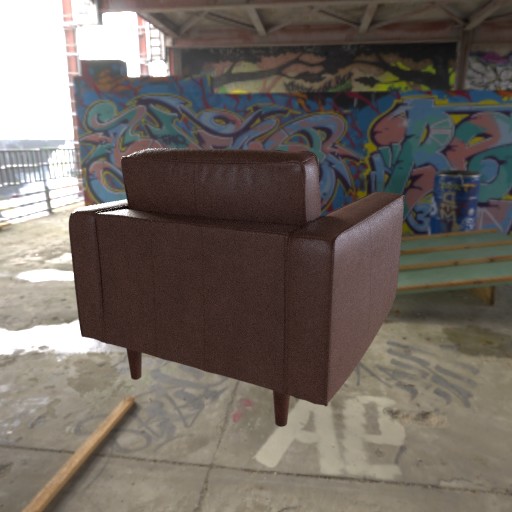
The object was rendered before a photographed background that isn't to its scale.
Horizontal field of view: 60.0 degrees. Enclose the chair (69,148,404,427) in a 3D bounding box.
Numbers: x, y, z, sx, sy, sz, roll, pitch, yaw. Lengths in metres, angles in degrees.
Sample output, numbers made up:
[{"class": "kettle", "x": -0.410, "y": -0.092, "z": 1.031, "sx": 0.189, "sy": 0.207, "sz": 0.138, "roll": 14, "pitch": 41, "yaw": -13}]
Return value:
[{"class": "chair", "x": 0.000, "y": 0.000, "z": 1.614, "sx": 0.920, "sy": 0.770, "sz": 0.900, "roll": 8, "pitch": 17, "yaw": 27}]
